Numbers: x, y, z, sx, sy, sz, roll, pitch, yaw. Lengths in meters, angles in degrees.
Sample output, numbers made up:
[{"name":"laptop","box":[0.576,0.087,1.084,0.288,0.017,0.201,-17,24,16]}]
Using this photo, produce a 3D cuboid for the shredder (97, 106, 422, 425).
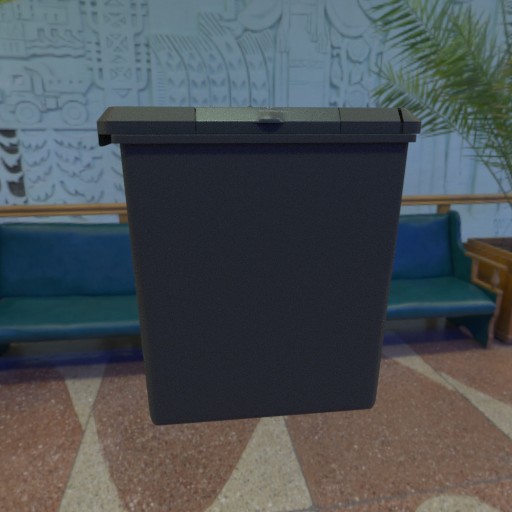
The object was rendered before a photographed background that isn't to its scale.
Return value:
[{"name":"shredder","box":[0.000,0.000,0.518,0.320,0.335,0.170,-2,16,-7]}]
